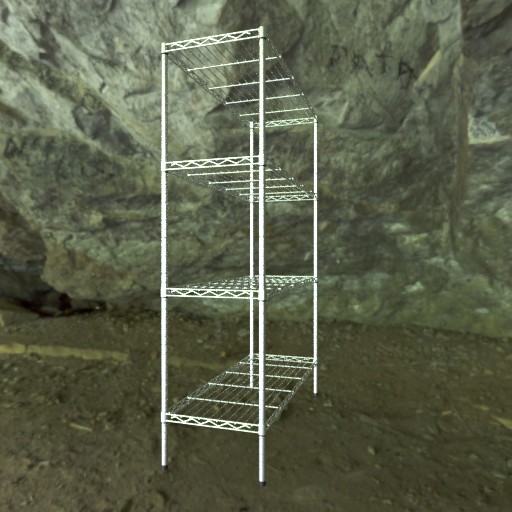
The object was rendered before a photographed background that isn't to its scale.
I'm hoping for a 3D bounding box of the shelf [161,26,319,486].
[{"bbox_3d":[0.000,0.000,1.788,0.352,1.360,0.907,0,0,18],"label":"shelf"}]
